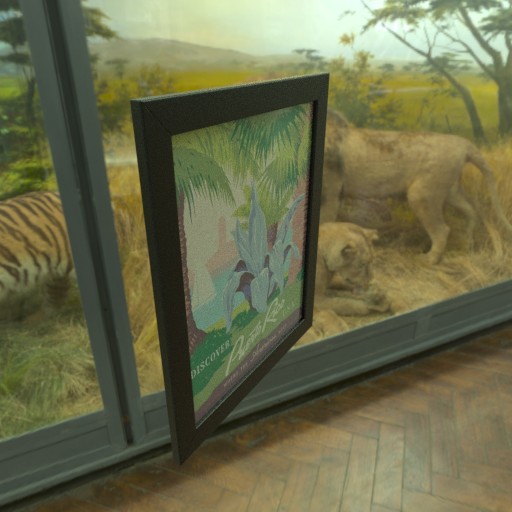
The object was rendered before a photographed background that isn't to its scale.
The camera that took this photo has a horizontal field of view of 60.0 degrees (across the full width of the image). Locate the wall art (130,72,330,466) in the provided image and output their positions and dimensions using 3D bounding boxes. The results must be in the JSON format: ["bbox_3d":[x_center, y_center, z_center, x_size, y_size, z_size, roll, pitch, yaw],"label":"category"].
[{"bbox_3d":[0.000,0.000,0.794,0.018,0.582,0.481,16,31,30],"label":"wall art"}]
